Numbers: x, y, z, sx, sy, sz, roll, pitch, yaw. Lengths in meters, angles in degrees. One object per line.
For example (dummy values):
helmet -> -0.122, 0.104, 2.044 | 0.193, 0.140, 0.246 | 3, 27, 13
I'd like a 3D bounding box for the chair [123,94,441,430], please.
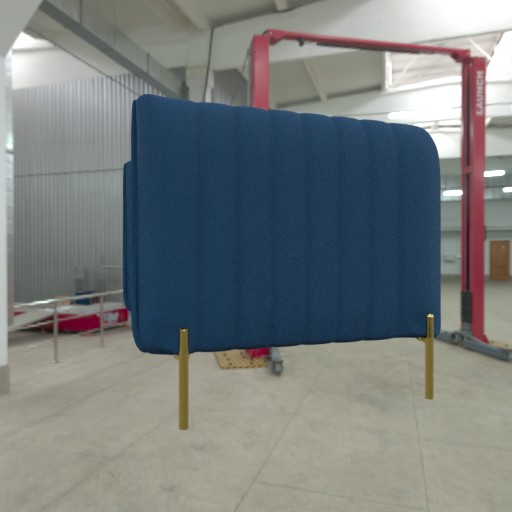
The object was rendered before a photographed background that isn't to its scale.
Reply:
chair -> 0.000, 0.000, 1.554 | 0.877, 0.793, 0.947 | 0, 0, -18
